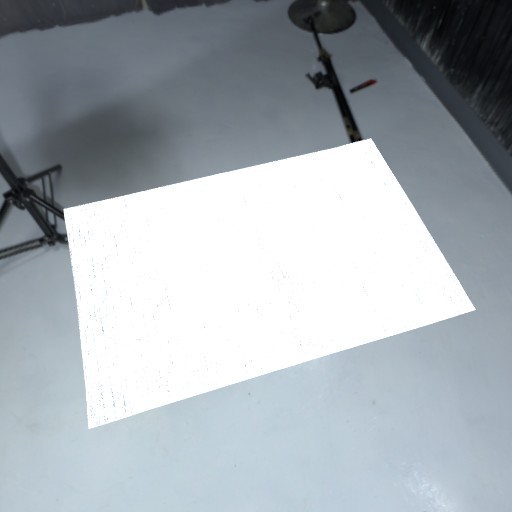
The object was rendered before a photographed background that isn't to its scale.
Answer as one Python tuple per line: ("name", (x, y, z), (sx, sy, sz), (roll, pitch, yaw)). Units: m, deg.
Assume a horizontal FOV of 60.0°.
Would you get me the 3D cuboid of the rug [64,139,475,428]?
("rug", (0.000, 0.000, 2.187), (1.773, 0.021, 1.149), (-15, 60, -9))
